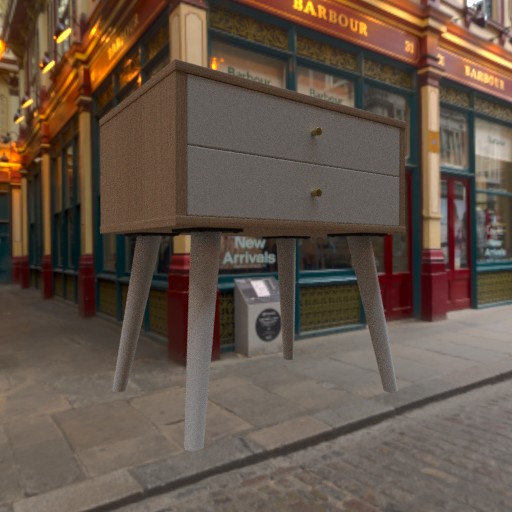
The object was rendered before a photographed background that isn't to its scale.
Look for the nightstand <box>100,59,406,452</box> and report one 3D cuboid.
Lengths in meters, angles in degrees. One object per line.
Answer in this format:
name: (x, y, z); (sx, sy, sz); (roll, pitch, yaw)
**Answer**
nightstand: (0.000, 0.000, 0.998); (0.571, 0.610, 0.407); (-1, 1, -36)
